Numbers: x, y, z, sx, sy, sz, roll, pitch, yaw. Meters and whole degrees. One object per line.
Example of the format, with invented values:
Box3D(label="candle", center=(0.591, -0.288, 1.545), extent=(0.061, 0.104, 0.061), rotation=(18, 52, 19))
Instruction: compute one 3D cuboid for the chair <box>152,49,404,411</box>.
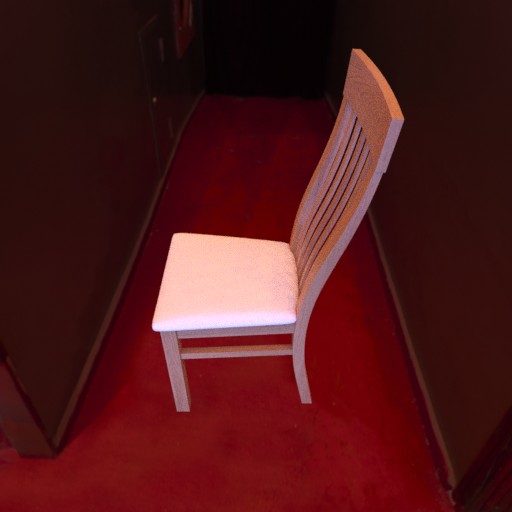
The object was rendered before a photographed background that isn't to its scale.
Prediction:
Box3D(label="chair", center=(0.000, 0.000, 1.336), extent=(0.580, 1.050, 0.450), rotation=(0, 40, 0))
